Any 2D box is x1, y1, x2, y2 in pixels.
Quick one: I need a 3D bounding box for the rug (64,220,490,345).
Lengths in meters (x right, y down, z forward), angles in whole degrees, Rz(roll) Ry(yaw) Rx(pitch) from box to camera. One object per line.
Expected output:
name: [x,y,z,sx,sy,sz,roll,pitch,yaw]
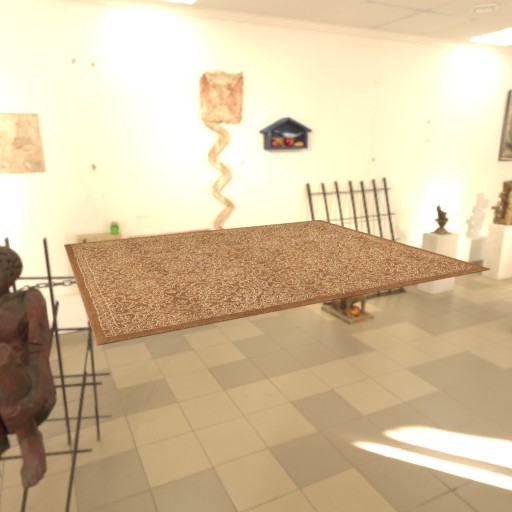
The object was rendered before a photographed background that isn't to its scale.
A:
rug: [0.000,0.000,4.004,3.050,0.015,2.441,-7,17,-25]
